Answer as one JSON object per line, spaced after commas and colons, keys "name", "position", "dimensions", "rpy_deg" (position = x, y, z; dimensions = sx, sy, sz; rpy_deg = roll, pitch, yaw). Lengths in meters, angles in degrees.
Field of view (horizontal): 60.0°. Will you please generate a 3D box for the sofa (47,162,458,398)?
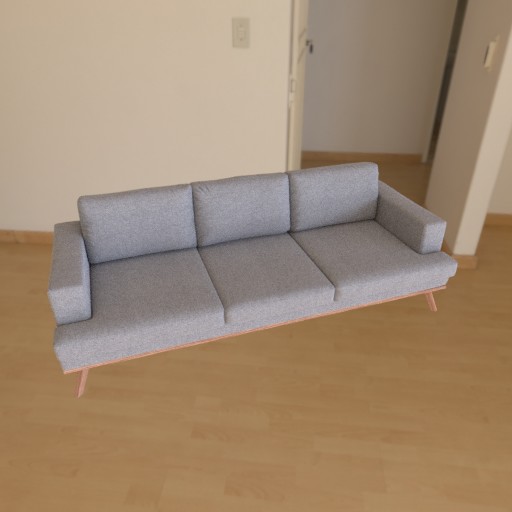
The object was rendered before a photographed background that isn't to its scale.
{"name": "sofa", "position": [0.000, 0.000, 2.732], "dimensions": [2.310, 0.810, 0.920], "rpy_deg": [-10, 32, -16]}
